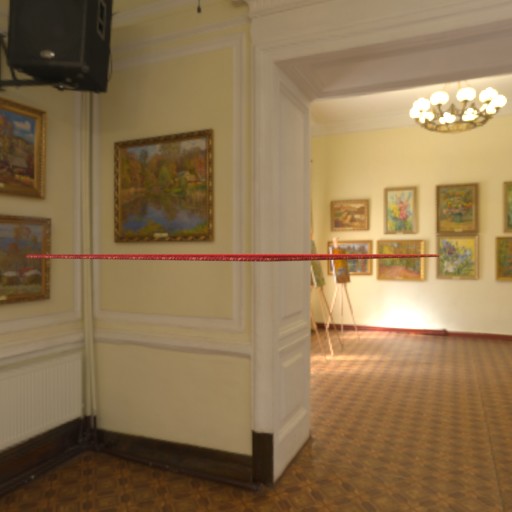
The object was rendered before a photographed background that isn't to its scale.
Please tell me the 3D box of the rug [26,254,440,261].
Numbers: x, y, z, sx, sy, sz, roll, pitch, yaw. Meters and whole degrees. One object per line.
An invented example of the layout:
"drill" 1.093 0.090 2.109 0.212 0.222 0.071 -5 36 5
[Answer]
"rug" 0.000 0.000 3.894 2.340 0.028 2.905 0 1 37
